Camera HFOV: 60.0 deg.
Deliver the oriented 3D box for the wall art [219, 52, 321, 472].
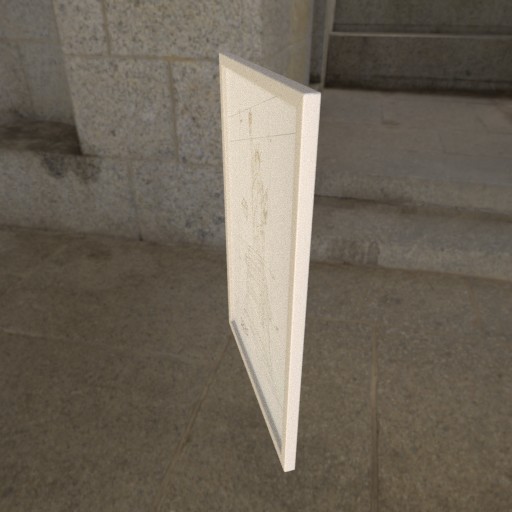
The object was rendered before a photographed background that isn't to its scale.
[{"bbox_3d":[0.000,0.000,1.028,0.026,0.813,0.556,-8,31,-14],"label":"wall art"}]
